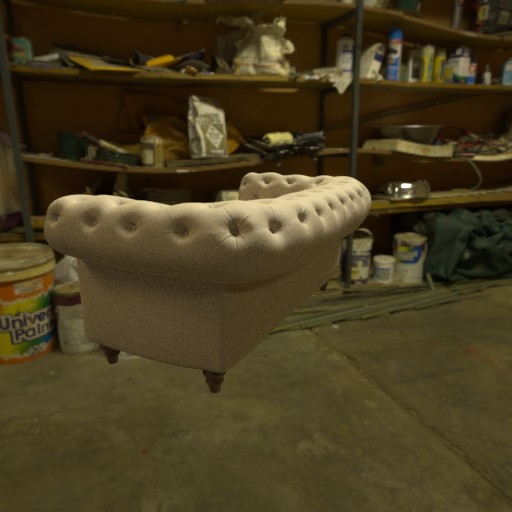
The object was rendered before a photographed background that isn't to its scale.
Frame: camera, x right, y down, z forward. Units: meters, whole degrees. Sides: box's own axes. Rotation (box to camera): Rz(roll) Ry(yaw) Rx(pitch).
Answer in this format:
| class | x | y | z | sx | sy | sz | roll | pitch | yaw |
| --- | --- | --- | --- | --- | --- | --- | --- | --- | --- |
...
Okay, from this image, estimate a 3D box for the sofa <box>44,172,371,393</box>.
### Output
| class | x | y | z | sx | sy | sz | roll | pitch | yaw |
| --- | --- | --- | --- | --- | --- | --- | --- | --- | --- |
| sofa | 0.000 | 0.000 | 2.544 | 1.069 | 0.835 | 1.988 | 7 | 16 | 25 |
